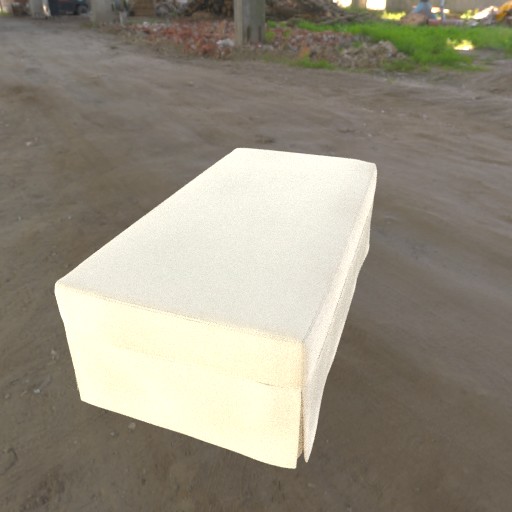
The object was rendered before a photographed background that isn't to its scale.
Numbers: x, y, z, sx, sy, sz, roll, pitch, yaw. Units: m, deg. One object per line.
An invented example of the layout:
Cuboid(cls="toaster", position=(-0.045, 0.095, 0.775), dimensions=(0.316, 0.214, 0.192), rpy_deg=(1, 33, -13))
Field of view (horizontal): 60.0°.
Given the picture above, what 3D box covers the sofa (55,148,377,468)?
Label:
Cuboid(cls="sofa", position=(0.000, 0.000, 2.114), dimensions=(0.939, 0.552, 1.677), rpy_deg=(10, 32, 17))
